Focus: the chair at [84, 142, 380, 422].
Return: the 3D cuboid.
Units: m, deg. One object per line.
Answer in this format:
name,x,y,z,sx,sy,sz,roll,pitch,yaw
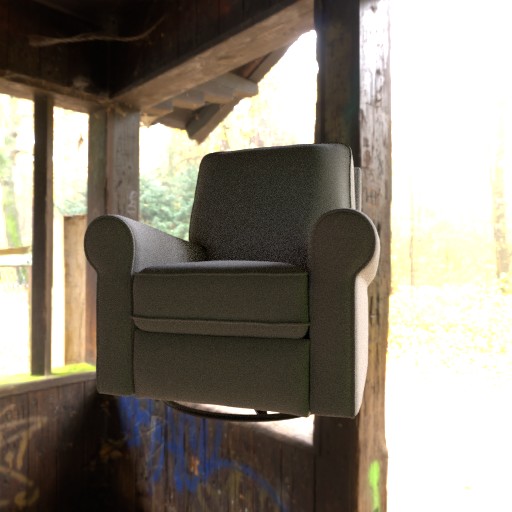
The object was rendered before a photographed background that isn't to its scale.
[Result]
chair,0.000,0.000,1.639,0.890,0.960,0.878,0,0,16
